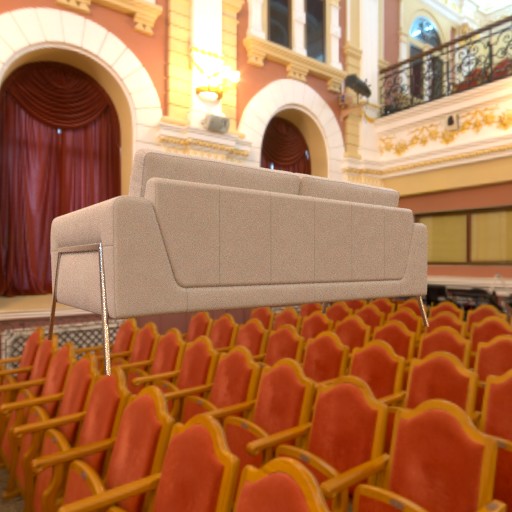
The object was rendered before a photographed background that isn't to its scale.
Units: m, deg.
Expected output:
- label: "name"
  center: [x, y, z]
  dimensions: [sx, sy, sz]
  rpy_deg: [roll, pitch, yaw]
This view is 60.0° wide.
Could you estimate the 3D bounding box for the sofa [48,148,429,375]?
- label: "sofa"
  center: [0.000, 0.000, 2.546]
  dimensions: [2.017, 0.875, 0.953]
  rpy_deg: [1, -1, -37]
